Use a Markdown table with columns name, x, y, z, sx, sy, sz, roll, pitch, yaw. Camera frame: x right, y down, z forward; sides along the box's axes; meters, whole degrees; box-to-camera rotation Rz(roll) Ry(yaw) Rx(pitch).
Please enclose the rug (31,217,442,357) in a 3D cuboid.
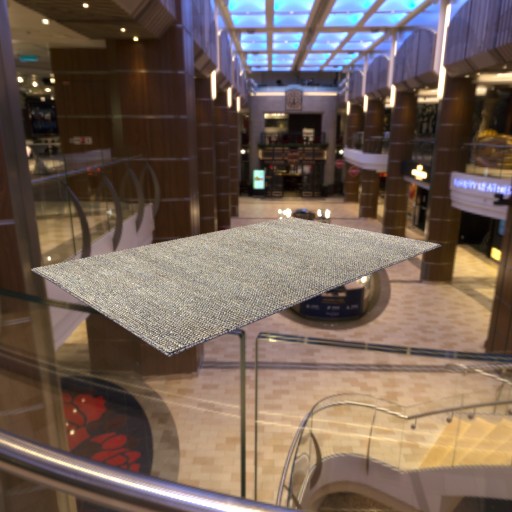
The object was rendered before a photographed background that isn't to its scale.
| name | x | y | z | sx | sy | sz | roll | pitch | yaw |
| --- | --- | --- | --- | --- | --- | --- | --- | --- | --- |
| rug | 0.000 | 0.000 | 3.067 | 2.443 | 0.021 | 1.538 | -15 | 22 | -42 |
